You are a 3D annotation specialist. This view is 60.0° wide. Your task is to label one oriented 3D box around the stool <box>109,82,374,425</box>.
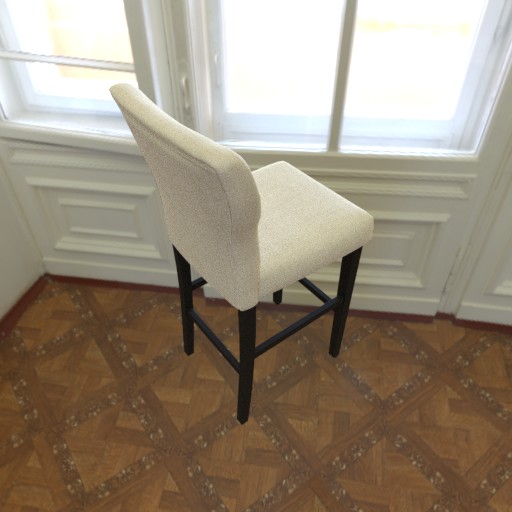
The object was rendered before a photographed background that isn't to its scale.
[{"bbox_3d":[0.000,0.000,1.464,0.603,1.124,0.516,-27,48,-27],"label":"stool"}]
